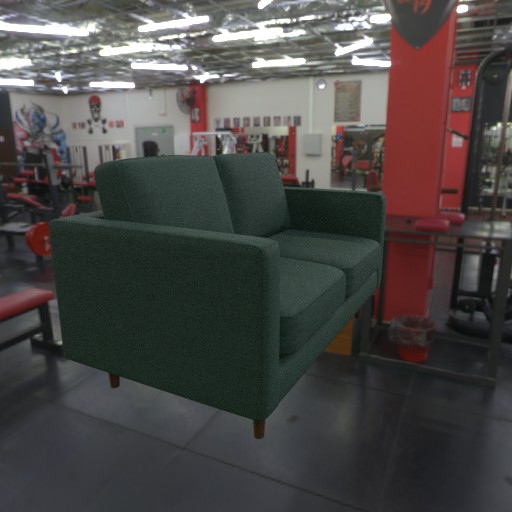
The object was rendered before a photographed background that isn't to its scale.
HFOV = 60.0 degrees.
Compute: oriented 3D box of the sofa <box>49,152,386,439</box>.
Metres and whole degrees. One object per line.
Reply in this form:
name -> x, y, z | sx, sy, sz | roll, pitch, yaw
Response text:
sofa -> 0.000, 0.000, 2.004 | 0.879, 0.899, 1.430 | 8, 16, 27
